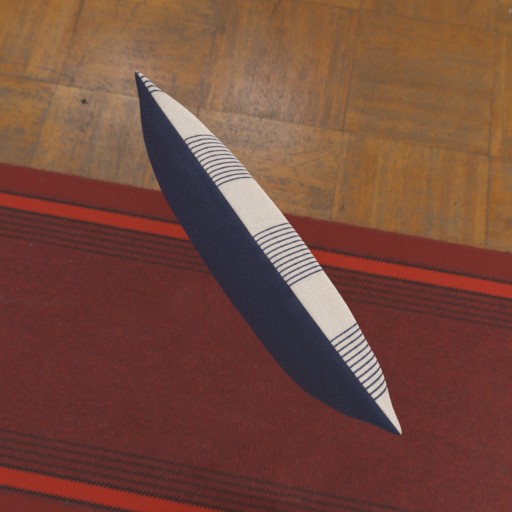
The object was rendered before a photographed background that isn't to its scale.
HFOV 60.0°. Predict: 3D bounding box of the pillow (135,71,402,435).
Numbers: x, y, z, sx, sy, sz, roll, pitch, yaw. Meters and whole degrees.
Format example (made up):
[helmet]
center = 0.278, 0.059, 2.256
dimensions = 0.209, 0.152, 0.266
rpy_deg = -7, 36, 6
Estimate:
[pillow]
center = 0.000, 0.000, 0.721
dimensions = 0.151, 0.287, 0.610
rpy_deg = -34, 78, -8
